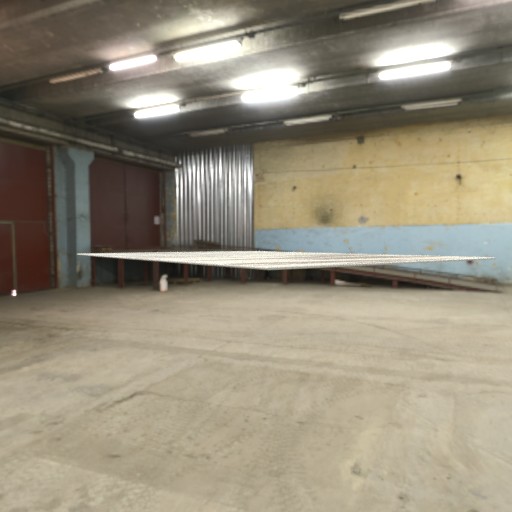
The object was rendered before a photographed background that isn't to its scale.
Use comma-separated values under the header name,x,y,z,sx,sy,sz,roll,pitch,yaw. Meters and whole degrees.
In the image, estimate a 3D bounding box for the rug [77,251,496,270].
name,x,y,z,sx,sy,sz,roll,pitch,yaw
rug,0.000,0.000,2.701,1.533,0.010,2.142,-1,2,-37
